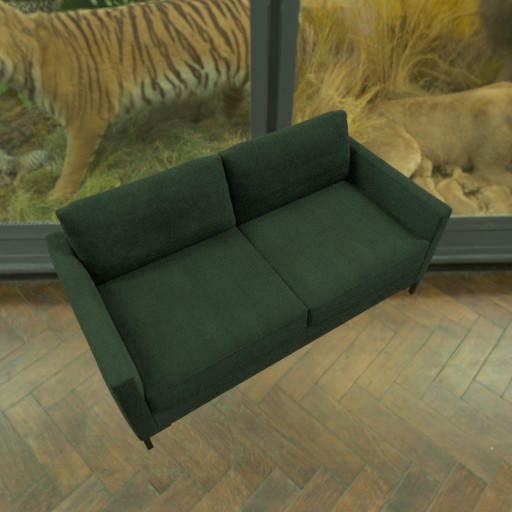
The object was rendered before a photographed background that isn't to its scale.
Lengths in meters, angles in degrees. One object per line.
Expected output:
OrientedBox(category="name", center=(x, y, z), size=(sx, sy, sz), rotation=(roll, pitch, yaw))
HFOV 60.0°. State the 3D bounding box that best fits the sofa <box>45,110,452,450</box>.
OrientedBox(category="sofa", center=(0.000, 0.000, 2.137), size=(1.676, 0.817, 0.875), rotation=(-25, 52, -21))
